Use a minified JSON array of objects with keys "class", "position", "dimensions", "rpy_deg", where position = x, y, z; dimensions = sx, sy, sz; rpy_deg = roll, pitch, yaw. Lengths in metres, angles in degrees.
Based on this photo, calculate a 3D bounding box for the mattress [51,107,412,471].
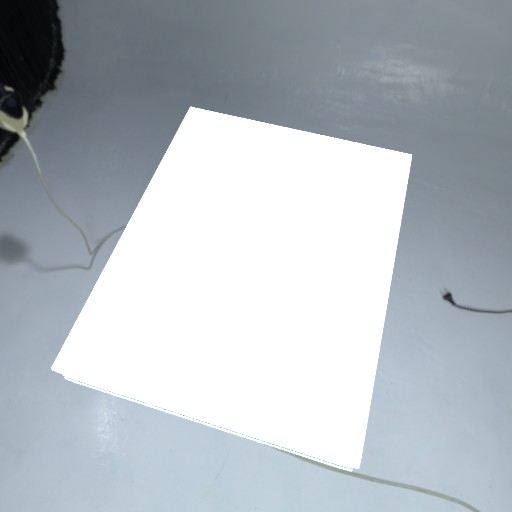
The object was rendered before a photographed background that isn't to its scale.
[{"class":"mattress","position":[0.000,0.000,2.720],"dimensions":[1.600,0.230,2.000],"rpy_deg":[15,61,8]}]
